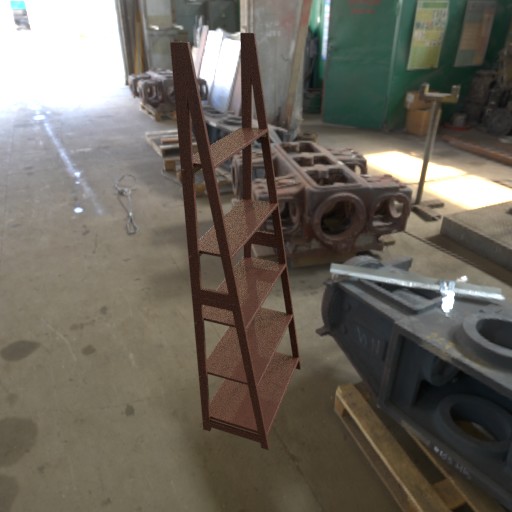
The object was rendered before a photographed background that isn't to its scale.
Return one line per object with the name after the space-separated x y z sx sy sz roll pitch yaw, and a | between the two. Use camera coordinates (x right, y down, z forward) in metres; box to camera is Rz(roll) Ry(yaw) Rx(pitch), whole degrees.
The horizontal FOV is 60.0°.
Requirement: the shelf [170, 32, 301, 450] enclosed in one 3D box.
0.000 0.000 2.000 0.350 1.770 0.600 10 31 18 | shelf
